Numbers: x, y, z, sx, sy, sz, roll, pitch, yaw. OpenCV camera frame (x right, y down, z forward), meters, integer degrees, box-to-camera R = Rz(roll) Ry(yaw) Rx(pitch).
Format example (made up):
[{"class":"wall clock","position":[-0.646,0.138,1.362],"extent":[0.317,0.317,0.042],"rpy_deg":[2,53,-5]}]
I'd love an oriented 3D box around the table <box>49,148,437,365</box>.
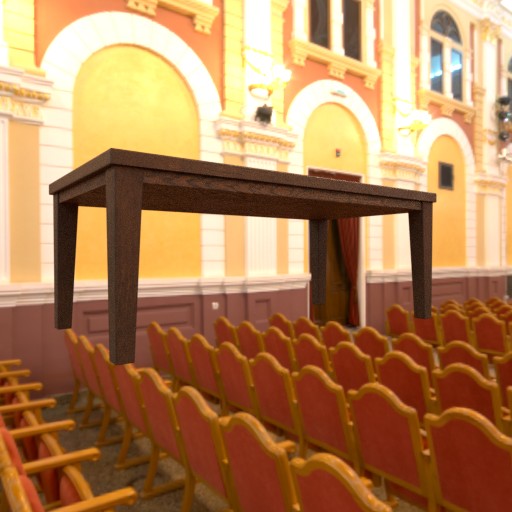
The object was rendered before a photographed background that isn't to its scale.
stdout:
[{"class":"table","position":[0.000,0.000,2.525],"extent":[1.981,0.762,1.016],"rpy_deg":[0,0,-36]}]
